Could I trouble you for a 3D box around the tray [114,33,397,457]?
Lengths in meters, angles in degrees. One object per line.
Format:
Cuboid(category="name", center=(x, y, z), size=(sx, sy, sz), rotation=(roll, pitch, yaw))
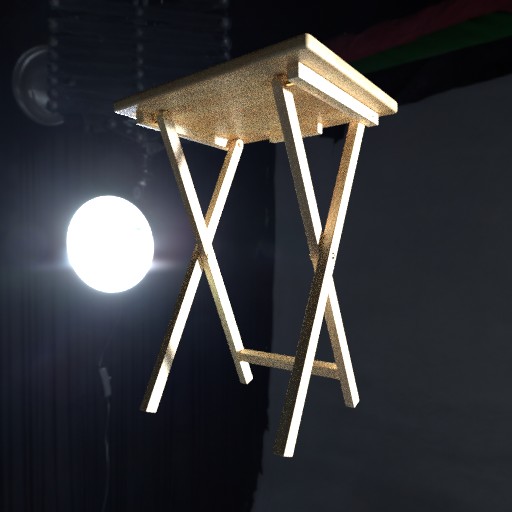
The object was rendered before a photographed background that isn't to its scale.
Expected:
Cuboid(category="tray", center=(0.000, 0.000, 0.949), size=(0.483, 0.660, 0.381), rotation=(0, 0, 37))
